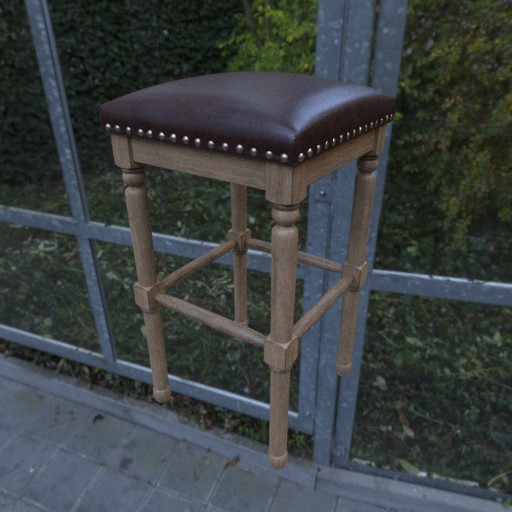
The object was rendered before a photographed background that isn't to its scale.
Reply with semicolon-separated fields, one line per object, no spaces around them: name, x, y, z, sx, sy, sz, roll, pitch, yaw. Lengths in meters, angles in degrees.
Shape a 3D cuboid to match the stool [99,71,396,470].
stool;0.000;0.000;0.915;0.382;0.702;0.383;17;32;30
